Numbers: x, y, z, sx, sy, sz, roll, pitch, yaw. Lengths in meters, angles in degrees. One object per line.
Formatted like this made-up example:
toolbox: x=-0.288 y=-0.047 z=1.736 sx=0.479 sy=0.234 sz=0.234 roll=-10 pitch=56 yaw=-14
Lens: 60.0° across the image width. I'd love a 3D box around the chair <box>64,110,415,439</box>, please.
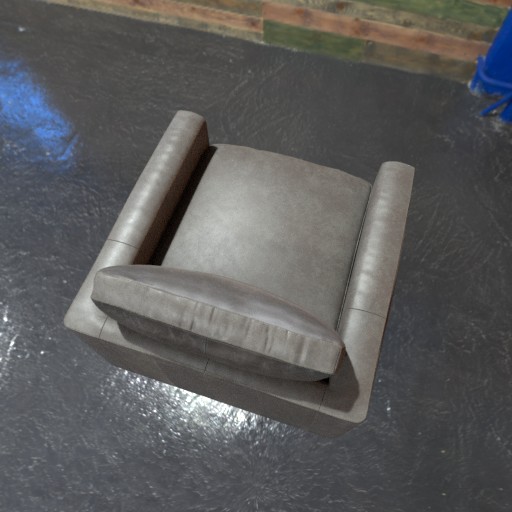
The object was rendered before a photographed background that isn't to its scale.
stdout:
chair: x=0.000 y=0.000 z=1.812 sx=1.106 sy=0.807 sz=1.080 roll=16 pitch=64 yaw=8
